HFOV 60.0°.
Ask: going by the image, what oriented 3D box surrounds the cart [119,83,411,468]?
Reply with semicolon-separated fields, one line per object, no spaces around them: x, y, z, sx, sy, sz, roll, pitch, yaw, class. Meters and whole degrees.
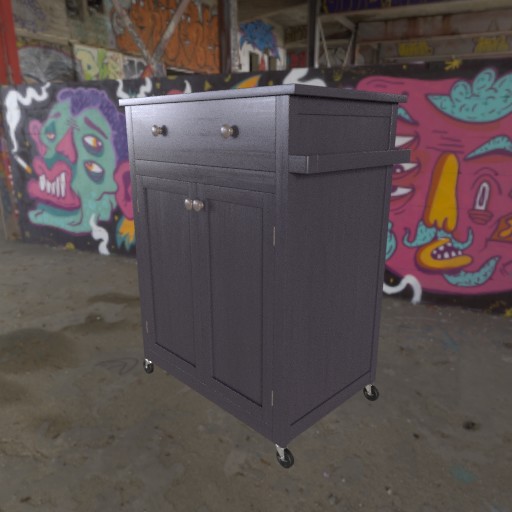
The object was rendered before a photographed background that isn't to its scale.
0.000;0.000;1.299;0.449;0.878;0.690;-15;22;-43;cart
